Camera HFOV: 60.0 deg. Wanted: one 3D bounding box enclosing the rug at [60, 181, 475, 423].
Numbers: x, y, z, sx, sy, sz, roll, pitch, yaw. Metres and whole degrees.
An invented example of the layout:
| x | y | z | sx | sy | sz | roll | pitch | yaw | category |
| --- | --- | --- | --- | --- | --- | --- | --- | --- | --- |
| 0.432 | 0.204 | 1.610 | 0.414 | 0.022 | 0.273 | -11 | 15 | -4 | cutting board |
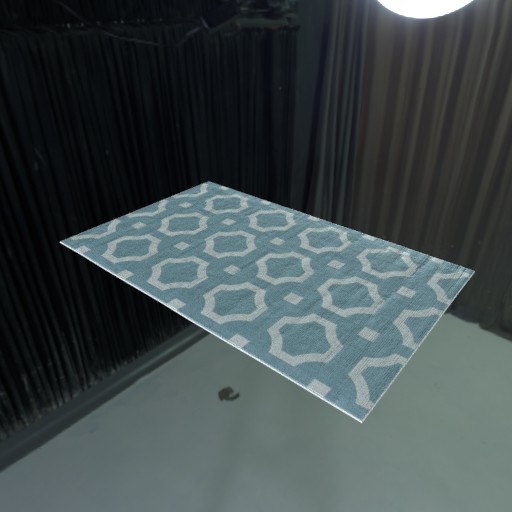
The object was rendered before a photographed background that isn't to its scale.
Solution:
| x | y | z | sx | sy | sz | roll | pitch | yaw | category |
| --- | --- | --- | --- | --- | --- | --- | --- | --- | --- |
| 0.000 | 0.000 | 3.052 | 2.443 | 0.015 | 1.528 | 23 | 38 | 33 | rug |
